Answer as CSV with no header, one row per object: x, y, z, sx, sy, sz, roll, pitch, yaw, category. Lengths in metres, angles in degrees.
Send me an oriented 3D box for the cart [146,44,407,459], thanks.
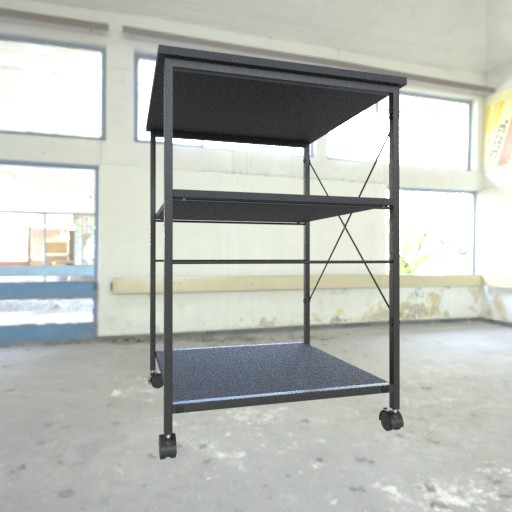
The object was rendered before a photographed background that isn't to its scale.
0.000,0.000,1.122,0.520,0.762,0.521,0,0,-16,cart
